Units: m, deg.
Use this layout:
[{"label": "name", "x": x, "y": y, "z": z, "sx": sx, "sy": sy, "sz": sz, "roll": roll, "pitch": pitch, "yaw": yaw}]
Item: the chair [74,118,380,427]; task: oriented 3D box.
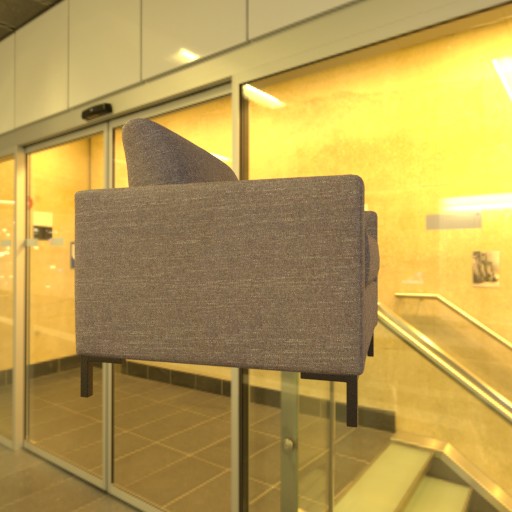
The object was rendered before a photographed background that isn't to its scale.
[{"label": "chair", "x": 0.000, "y": 0.000, "z": 1.600, "sx": 0.845, "sy": 0.841, "sz": 0.940, "roll": 0, "pitch": -1, "yaw": 18}]
